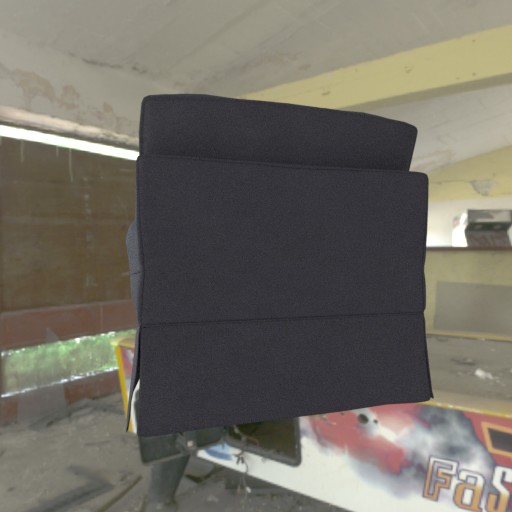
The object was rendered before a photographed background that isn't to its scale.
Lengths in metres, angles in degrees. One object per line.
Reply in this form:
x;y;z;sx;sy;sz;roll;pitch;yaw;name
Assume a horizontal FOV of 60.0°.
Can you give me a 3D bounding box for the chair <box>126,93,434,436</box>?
0.000;0.000;1.955;1.119;1.140;1.002;0;0;-17;chair
